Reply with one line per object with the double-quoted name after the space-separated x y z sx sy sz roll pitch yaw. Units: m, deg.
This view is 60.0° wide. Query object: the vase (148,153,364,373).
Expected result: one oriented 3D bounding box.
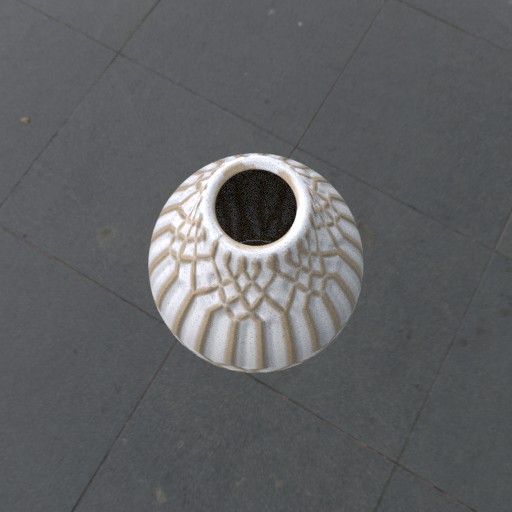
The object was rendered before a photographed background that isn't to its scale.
0.000 0.000 0.312 0.159 0.200 0.159 0 75 0 "vase"
